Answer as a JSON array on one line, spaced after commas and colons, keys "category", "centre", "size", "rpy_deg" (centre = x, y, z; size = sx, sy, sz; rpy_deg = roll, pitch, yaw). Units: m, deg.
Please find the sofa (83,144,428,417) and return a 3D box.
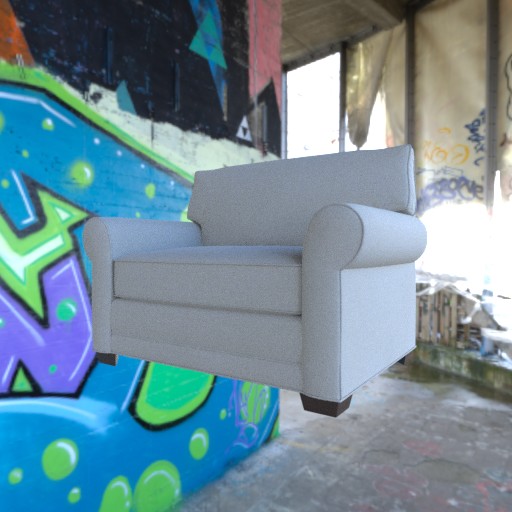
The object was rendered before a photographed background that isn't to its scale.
[{"category": "sofa", "centre": [0.000, 0.000, 2.097], "size": [1.405, 1.006, 0.937], "rpy_deg": [1, 1, 34]}]
